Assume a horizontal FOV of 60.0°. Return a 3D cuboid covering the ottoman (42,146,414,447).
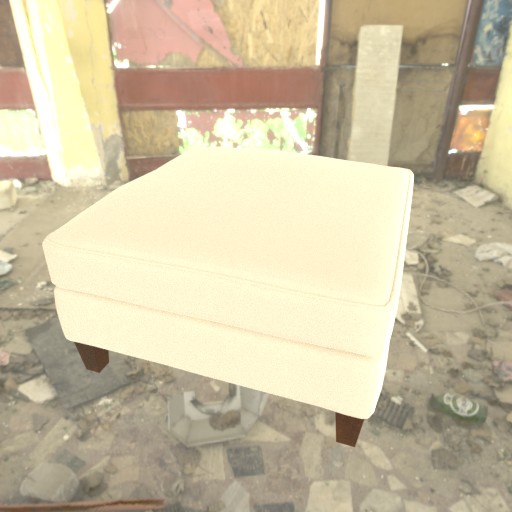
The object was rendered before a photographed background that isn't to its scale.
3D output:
[{"bbox_3d":[0.000,0.000,1.351,0.838,0.479,0.838,10,31,17],"label":"ottoman"}]
